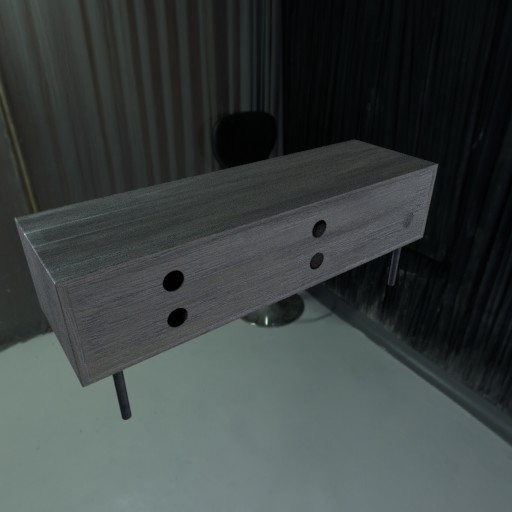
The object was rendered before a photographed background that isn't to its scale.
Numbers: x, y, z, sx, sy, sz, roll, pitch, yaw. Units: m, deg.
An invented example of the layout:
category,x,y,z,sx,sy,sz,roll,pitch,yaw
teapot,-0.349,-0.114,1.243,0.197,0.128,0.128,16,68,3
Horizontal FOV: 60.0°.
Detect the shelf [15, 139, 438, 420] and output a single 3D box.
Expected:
category,x,y,z,sx,sy,sz,roll,pitch,yaw
shelf,0.000,0.000,1.491,1.300,0.495,0.400,-20,35,-31
